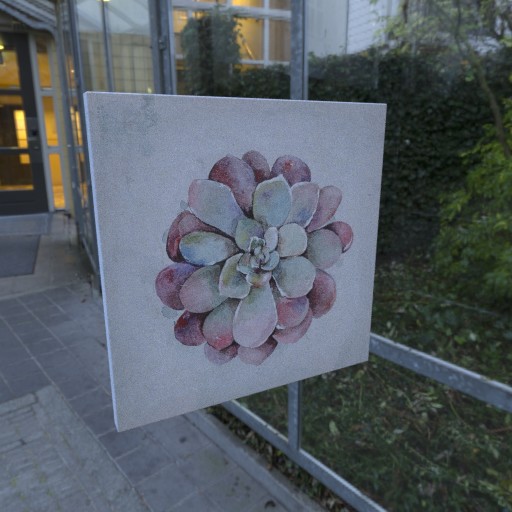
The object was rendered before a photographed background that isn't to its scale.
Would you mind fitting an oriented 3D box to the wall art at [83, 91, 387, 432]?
[{"bbox_3d":[0.000,0.000,0.907,0.605,0.605,0.044,-8,17,-26],"label":"wall art"}]
